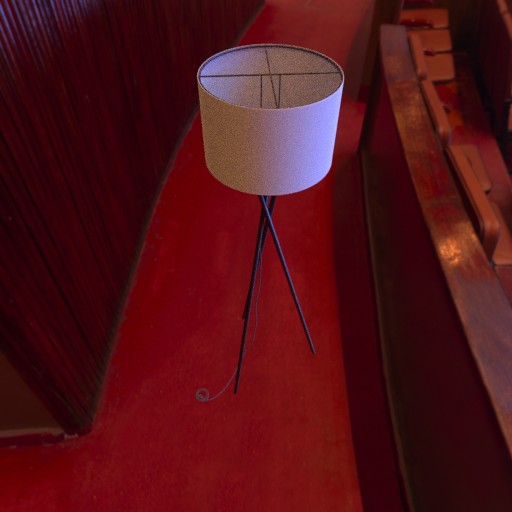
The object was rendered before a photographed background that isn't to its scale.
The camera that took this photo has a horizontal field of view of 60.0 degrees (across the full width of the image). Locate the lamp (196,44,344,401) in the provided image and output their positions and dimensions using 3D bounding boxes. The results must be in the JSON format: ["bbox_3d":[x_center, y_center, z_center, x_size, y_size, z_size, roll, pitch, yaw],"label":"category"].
[{"bbox_3d":[0.000,0.000,1.914,0.667,1.624,0.522,-3,47,-3],"label":"lamp"}]
